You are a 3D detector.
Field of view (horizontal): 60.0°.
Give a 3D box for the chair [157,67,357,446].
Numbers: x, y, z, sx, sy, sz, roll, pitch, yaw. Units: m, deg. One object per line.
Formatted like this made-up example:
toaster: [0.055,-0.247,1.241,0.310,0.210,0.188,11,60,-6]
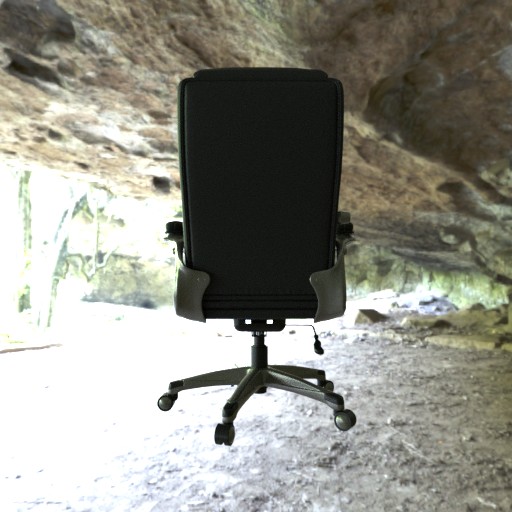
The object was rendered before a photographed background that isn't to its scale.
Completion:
chair: [0.000,0.000,1.693,0.741,1.167,0.784,0,-2,0]
